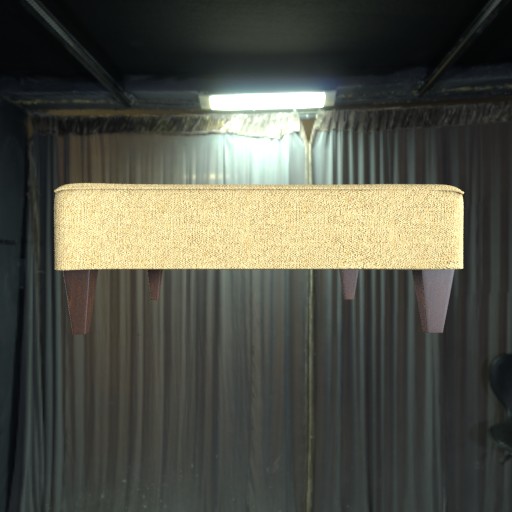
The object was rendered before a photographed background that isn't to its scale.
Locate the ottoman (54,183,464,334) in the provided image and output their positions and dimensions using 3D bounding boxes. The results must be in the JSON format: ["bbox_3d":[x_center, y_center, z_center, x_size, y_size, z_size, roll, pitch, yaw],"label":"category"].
[{"bbox_3d":[0.000,0.000,1.509,0.970,0.378,0.981,0,0,-1],"label":"ottoman"}]
